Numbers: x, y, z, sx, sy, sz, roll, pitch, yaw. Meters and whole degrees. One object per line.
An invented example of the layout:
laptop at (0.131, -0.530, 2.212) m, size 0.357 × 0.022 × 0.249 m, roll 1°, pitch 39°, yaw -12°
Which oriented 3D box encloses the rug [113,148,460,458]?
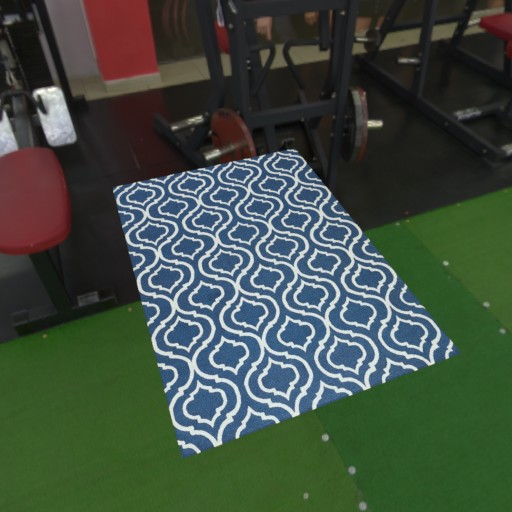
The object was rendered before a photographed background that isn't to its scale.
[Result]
rug at (0.000, 0.000, 2.868) m, size 1.524 × 0.010 × 2.134 m, roll -15°, pitch 48°, yaw -14°
